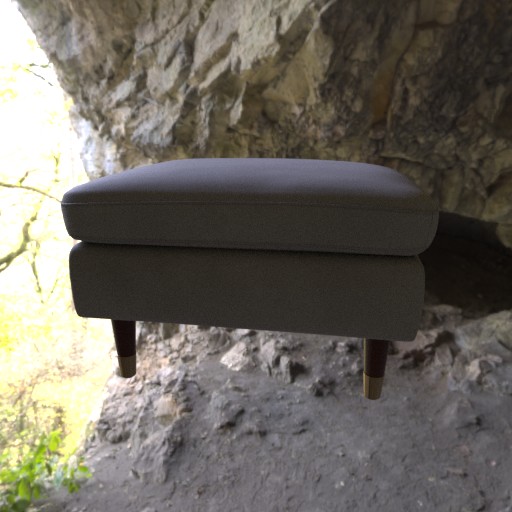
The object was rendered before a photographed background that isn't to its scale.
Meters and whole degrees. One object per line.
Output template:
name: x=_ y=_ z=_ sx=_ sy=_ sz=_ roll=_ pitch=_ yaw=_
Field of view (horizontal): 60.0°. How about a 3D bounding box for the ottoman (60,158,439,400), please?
ottoman: x=0.000 y=0.000 z=1.120 sx=0.747 sy=0.478 sz=0.593 roll=2 pitch=17 yaw=8
